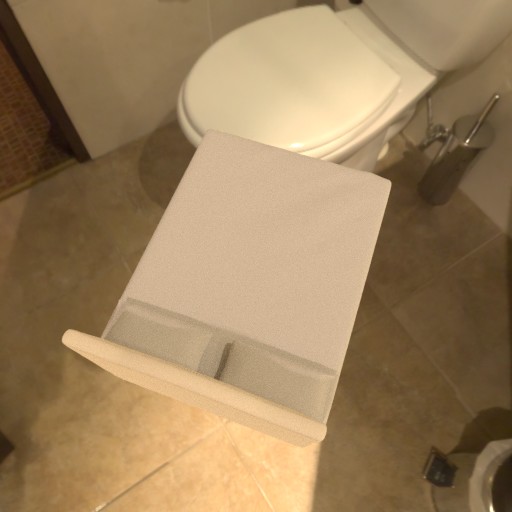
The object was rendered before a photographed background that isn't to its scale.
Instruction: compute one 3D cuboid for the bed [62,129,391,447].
[{"bbox_3d":[0.000,0.000,3.682,1.977,1.437,2.477,18,67,8],"label":"bed"}]
